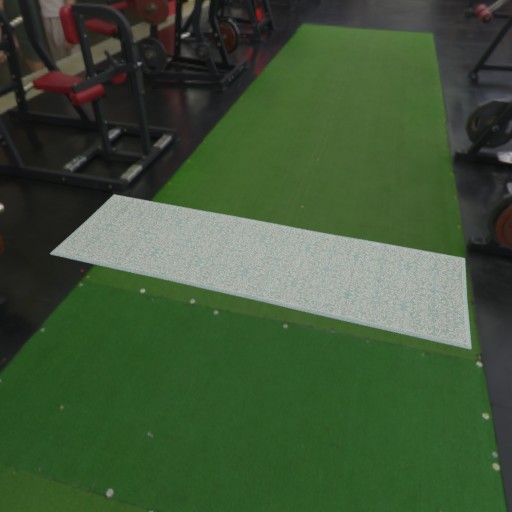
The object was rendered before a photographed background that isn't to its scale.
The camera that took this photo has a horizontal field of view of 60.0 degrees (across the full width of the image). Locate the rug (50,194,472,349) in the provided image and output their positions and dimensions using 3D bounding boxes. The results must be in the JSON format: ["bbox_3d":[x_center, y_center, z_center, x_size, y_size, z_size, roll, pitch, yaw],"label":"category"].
[{"bbox_3d":[0.000,0.000,2.447,2.196,0.011,0.662,11,41,14],"label":"rug"}]
